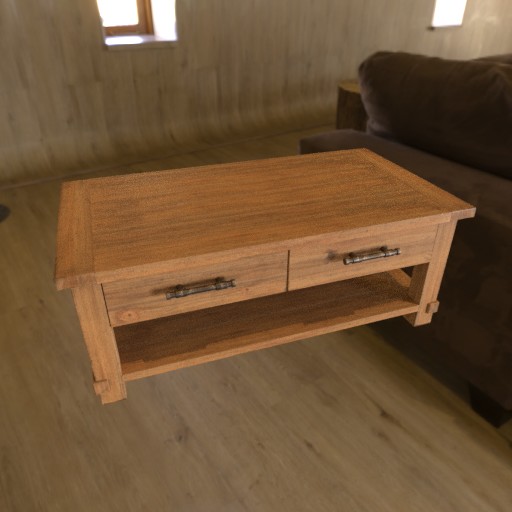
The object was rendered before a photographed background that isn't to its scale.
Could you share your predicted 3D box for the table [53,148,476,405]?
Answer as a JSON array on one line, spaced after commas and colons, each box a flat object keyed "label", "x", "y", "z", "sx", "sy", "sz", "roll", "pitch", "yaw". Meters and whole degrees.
[{"label": "table", "x": 0.000, "y": 0.000, "z": 1.646, "sx": 1.270, "sy": 0.494, "sz": 0.693, "roll": -10, "pitch": 32, "yaw": -16}]
